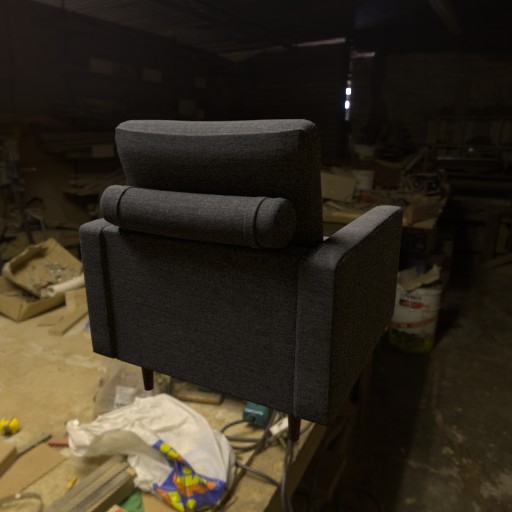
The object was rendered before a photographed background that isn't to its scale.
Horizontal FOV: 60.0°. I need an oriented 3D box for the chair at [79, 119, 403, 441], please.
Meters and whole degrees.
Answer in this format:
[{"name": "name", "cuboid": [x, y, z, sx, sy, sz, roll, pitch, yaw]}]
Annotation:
[{"name": "chair", "cuboid": [0.000, 0.000, 1.506, 0.821, 0.880, 0.843, 9, 19, 27]}]
